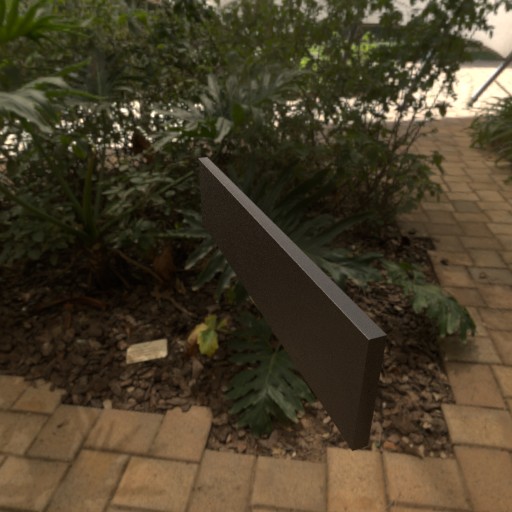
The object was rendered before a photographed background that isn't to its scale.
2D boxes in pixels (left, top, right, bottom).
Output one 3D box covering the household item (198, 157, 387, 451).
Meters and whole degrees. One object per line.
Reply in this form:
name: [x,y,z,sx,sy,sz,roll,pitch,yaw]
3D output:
household item: [0.000,0.000,1.104,0.030,0.236,1.001,-10,30,-18]
